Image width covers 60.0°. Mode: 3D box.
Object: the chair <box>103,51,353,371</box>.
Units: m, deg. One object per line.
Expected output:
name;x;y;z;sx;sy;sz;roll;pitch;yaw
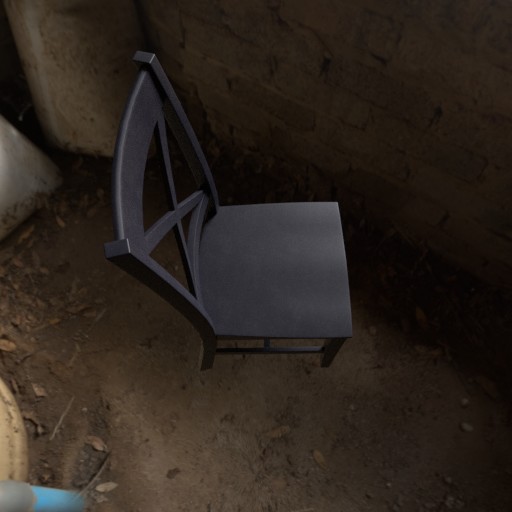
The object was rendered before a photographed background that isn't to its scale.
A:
chair;0.000;0.000;1.266;0.542;0.983;0.485;-1;64;0
